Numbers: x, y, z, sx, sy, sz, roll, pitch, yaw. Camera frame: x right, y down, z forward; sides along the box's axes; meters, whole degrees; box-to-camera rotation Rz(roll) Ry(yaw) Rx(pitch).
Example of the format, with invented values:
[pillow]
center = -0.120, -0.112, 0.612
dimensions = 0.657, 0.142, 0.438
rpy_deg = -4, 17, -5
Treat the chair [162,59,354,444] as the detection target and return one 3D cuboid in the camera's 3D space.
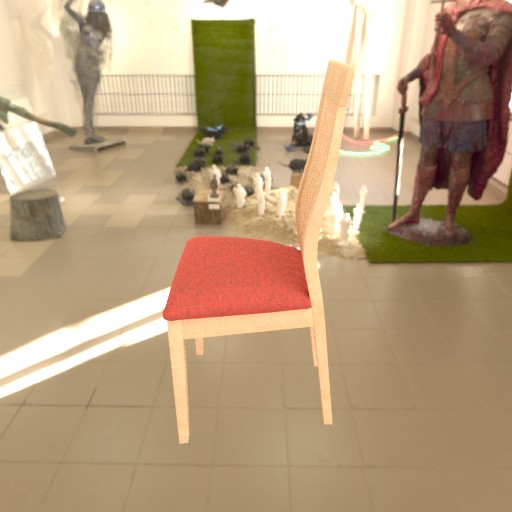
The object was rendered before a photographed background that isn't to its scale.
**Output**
[chair]
center = 0.000, 0.000, 1.280
dimensions = 0.474, 1.027, 0.460
rpy_deg = 0, 27, 0
